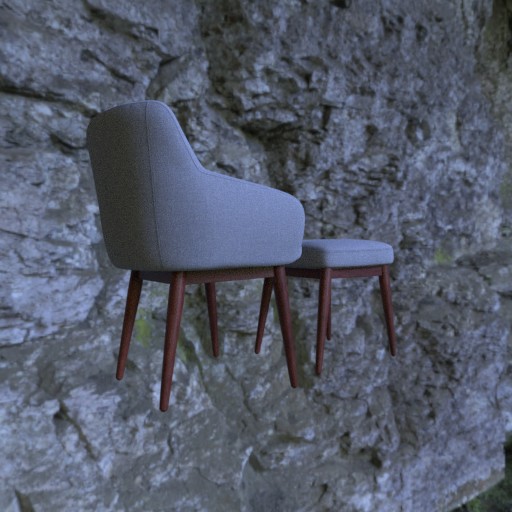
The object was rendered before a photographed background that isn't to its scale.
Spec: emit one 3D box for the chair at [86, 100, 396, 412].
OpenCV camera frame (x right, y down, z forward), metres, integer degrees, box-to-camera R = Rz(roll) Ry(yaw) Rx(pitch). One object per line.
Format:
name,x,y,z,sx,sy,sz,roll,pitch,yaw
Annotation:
chair,0.000,0.000,1.546,1.107,0.799,0.584,-1,2,-37
